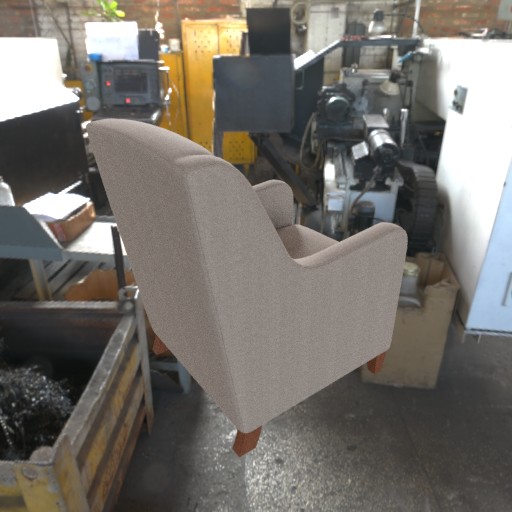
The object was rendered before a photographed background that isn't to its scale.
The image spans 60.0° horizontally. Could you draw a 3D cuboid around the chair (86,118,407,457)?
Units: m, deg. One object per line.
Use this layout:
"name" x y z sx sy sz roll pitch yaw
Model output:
"chair" 0.000 0.000 1.639 0.890 1.017 0.715 -18 32 -32
